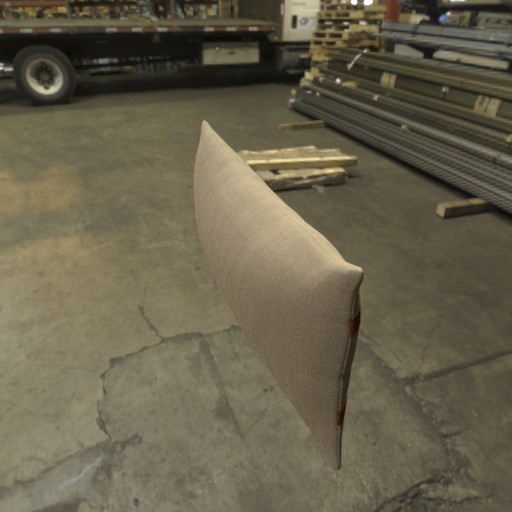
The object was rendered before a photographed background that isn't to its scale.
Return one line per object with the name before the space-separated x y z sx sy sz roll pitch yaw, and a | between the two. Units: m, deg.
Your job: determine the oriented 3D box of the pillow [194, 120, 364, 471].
pillow | 0.000 0.000 0.741 0.148 0.308 0.612 -11 32 -17
